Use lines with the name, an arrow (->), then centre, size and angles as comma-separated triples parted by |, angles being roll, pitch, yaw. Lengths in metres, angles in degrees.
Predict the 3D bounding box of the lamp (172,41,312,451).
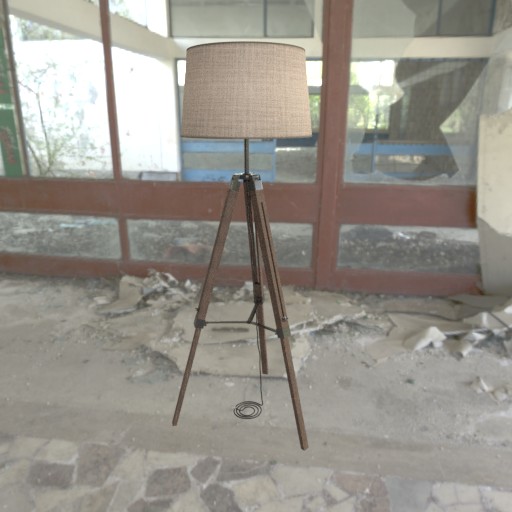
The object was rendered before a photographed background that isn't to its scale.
lamp -> 0.000, 0.000, 1.775 | 0.587, 1.510, 0.604 | 16, 23, 42
